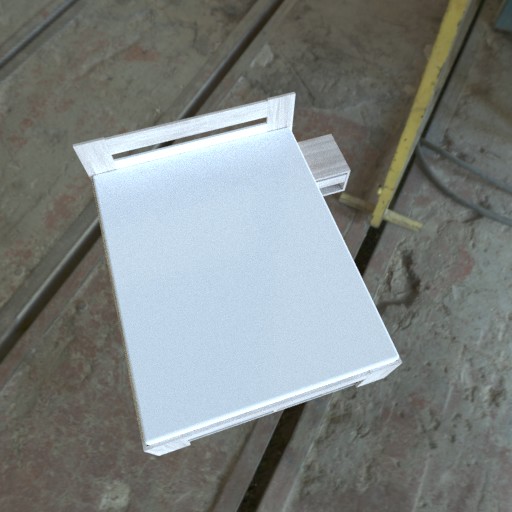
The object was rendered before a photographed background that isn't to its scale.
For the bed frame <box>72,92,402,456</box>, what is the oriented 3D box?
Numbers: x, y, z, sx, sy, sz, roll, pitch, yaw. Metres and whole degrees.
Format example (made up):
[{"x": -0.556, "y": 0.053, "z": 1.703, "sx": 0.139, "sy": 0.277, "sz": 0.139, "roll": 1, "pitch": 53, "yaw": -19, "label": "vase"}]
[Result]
[{"x": 0.000, "y": 0.000, "z": 3.189, "sx": 2.040, "sy": 0.860, "sz": 2.050, "roll": -16, "pitch": 64, "yaw": -8, "label": "bed frame"}]
